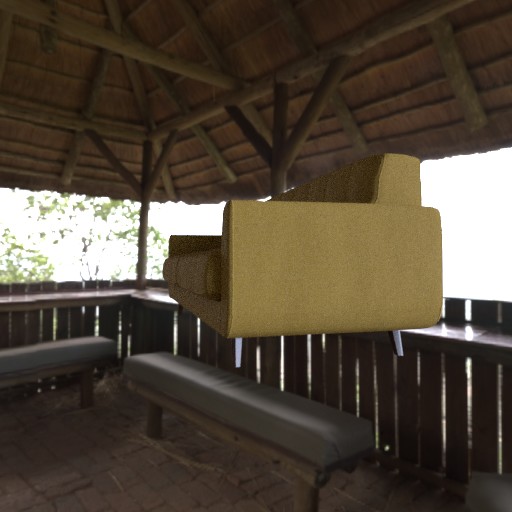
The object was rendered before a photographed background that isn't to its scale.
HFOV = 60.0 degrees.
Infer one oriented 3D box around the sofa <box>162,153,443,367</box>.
[{"bbox_3d":[0.000,0.000,2.545,0.909,0.841,2.029,0,-1,-17],"label":"sofa"}]
